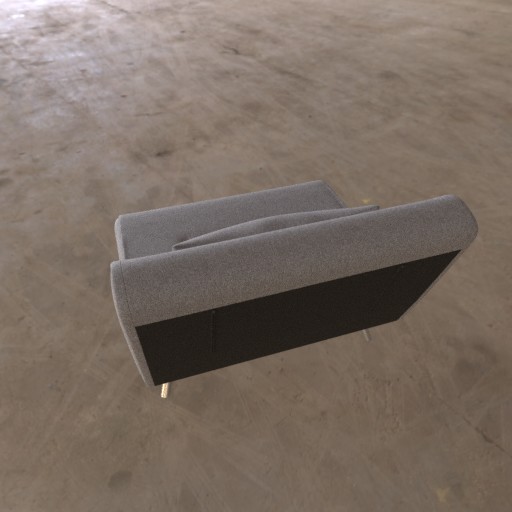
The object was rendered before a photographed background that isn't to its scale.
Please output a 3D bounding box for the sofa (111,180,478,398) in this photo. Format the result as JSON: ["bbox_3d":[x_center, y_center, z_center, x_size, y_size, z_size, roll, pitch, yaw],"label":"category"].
[{"bbox_3d":[0.000,0.000,1.712,1.020,0.825,1.000,-12,42,-14],"label":"sofa"}]
